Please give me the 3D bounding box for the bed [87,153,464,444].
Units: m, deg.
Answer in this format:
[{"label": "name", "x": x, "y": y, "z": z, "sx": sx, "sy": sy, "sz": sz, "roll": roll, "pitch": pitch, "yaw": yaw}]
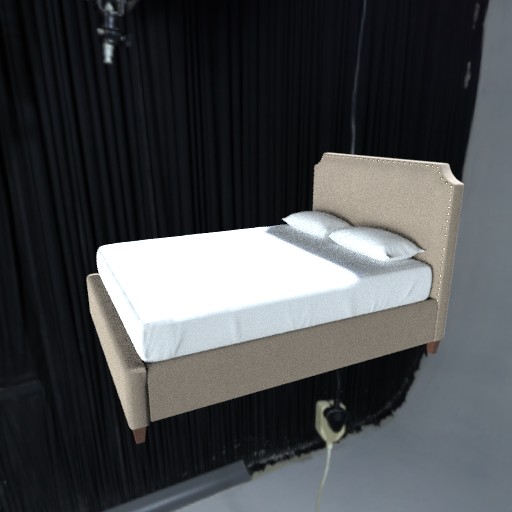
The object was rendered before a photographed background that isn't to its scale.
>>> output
[{"label": "bed", "x": 0.000, "y": 0.000, "z": 3.403, "sx": 2.329, "sy": 1.415, "sz": 1.703, "roll": -8, "pitch": 18, "yaw": -25}]
